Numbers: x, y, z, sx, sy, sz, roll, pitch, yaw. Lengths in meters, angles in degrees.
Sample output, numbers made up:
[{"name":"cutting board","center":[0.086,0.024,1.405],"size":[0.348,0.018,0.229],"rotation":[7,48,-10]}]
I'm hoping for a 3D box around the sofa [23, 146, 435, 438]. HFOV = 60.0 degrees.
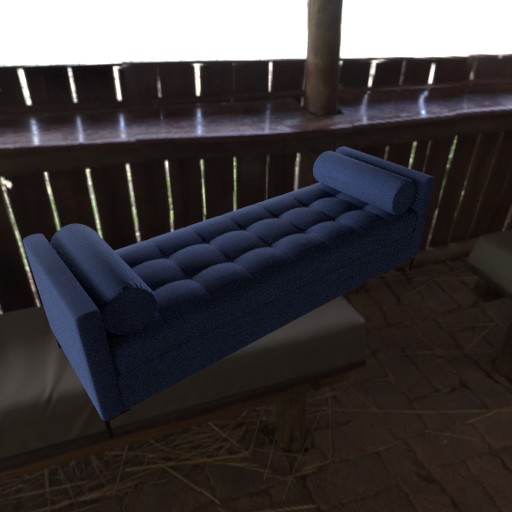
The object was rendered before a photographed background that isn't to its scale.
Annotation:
[{"name":"sofa","center":[0.000,0.000,2.313],"size":[1.981,0.635,0.686],"rotation":[-22,38,-31]}]
